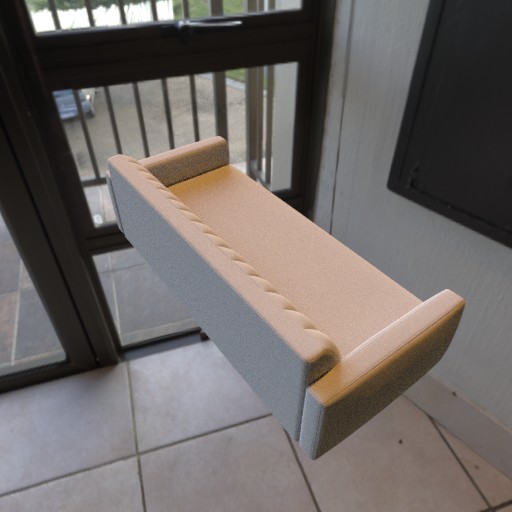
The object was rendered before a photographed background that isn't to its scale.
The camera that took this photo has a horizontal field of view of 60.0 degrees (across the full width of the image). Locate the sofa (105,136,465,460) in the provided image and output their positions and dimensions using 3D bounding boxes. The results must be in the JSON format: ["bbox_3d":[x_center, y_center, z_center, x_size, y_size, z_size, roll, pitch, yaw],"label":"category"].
[{"bbox_3d":[0.000,0.000,2.775,0.990,0.821,2.291,-26,47,-27],"label":"sofa"}]
